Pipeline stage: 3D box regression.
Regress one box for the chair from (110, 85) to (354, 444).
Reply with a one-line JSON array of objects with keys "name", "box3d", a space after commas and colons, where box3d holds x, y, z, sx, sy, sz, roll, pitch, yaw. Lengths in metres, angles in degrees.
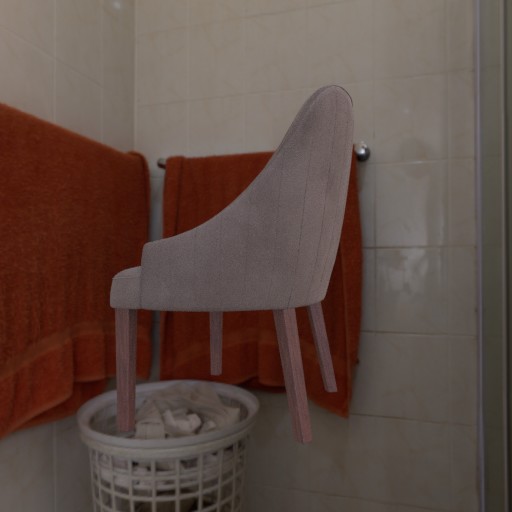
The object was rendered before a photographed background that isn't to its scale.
[{"name": "chair", "box3d": [0.000, 0.000, 1.326, 0.575, 0.889, 0.643, 0, 0, 19]}]
